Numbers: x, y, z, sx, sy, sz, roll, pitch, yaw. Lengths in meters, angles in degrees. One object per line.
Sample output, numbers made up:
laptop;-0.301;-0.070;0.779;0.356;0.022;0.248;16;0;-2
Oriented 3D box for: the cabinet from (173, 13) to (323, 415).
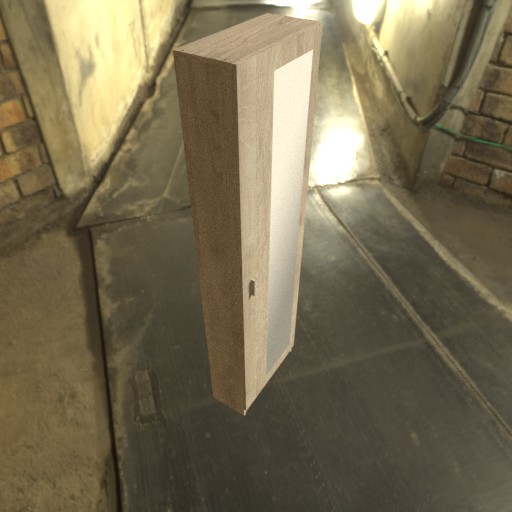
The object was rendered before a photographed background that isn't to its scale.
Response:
cabinet;0.000;0.000;1.940;0.230;1.790;0.500;23;46;24
